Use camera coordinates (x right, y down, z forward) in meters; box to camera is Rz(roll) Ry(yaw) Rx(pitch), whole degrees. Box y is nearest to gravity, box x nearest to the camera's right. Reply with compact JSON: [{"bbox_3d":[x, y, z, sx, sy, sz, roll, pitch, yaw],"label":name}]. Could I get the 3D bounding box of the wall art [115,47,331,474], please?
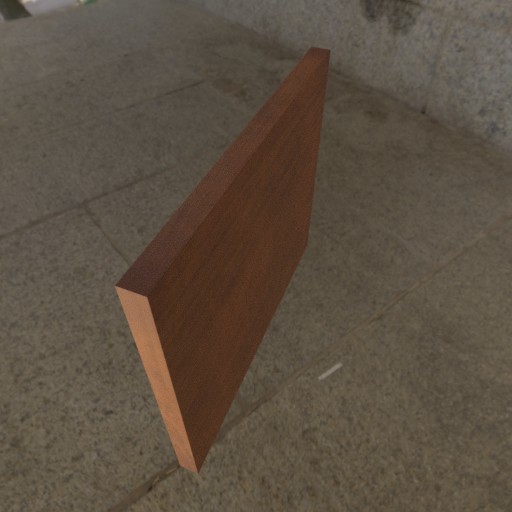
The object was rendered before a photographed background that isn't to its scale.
[{"bbox_3d":[0.000,0.000,0.724,0.033,0.457,0.558,17,49,15],"label":"wall art"}]
